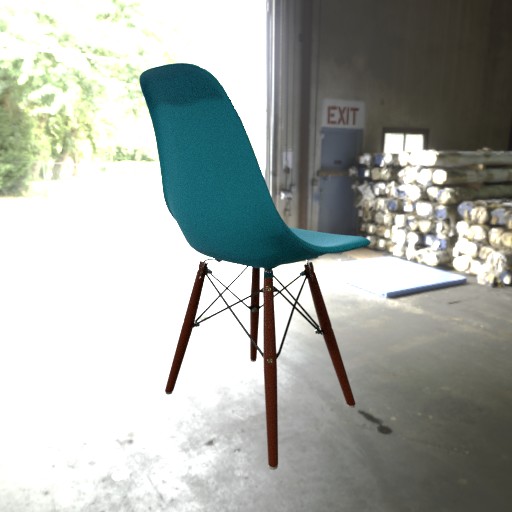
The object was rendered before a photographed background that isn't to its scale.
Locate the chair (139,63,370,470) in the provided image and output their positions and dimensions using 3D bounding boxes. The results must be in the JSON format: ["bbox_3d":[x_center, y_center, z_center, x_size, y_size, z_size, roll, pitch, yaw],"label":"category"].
[{"bbox_3d":[0.000,0.000,1.117,0.533,0.826,0.470,-13,18,-44],"label":"chair"}]
